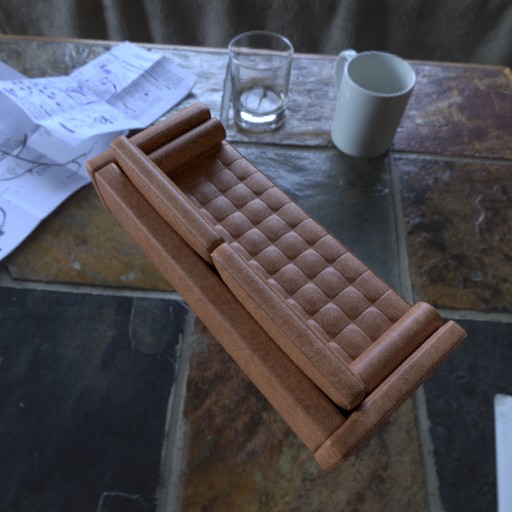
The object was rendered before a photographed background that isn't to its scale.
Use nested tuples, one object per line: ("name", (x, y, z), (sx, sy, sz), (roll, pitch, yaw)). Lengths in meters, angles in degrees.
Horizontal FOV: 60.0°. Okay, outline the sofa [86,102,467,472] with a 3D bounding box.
("sofa", (0.000, 0.000, 2.584), (0.919, 0.770, 2.200), (-36, 65, -19))
